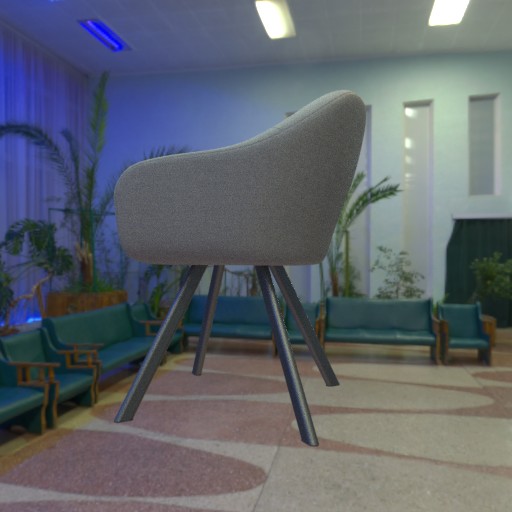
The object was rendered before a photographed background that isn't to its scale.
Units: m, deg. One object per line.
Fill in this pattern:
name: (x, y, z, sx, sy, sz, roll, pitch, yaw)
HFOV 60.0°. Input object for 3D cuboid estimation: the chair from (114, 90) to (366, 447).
chair: (0.000, 0.000, 1.182, 0.570, 0.780, 0.540, 0, 0, 16)
